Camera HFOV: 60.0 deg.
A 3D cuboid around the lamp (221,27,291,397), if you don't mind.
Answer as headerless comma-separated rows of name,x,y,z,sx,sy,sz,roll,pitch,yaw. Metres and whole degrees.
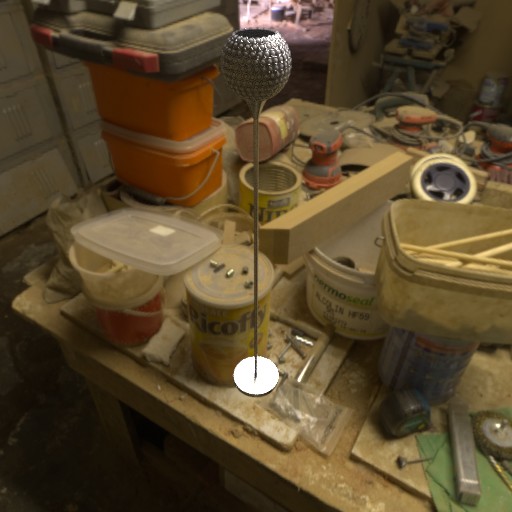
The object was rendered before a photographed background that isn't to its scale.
lamp,0.000,0.000,1.951,0.254,1.805,0.254,0,40,0
